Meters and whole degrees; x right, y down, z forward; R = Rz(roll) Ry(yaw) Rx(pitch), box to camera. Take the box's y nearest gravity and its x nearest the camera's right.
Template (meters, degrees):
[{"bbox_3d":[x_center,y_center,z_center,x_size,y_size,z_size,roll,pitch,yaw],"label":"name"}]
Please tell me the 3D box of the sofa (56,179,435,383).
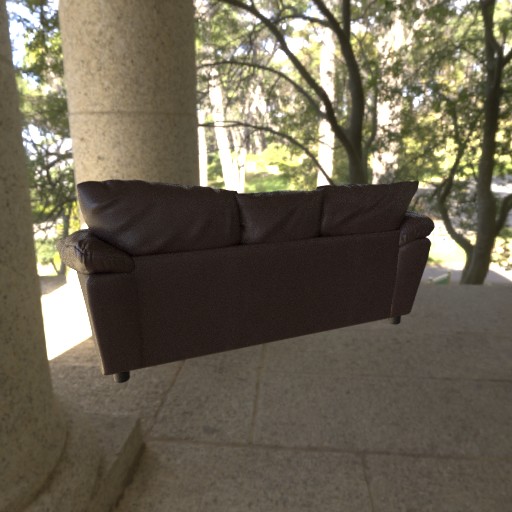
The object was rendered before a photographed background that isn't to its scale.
[{"bbox_3d":[0.000,0.000,2.939,2.390,1.091,0.907,-6,15,-24],"label":"sofa"}]
